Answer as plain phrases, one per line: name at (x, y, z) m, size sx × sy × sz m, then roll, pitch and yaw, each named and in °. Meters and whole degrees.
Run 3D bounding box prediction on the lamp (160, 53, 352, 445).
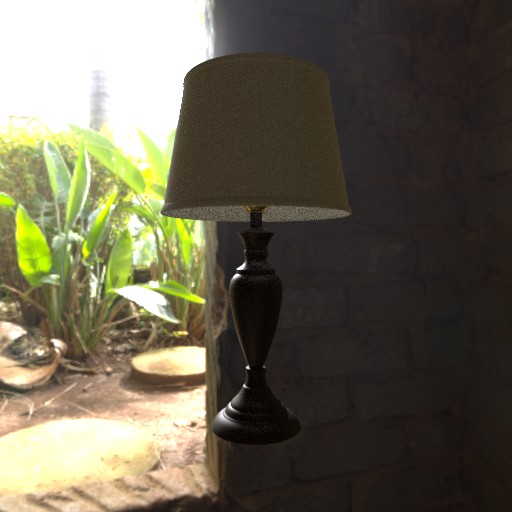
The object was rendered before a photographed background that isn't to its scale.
lamp at (0.000, 0.000, 0.794) m, size 0.335 × 0.611 × 0.335 m, roll 0°, pitch 0°, yaw 0°
